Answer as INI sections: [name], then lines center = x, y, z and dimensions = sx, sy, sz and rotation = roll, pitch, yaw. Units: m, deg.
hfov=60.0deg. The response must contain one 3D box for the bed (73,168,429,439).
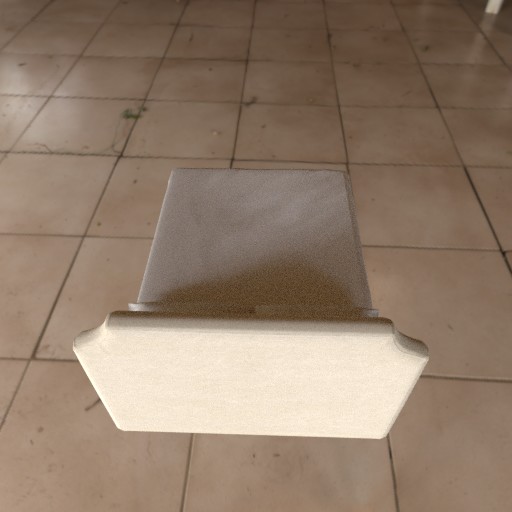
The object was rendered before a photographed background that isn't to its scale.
[bed]
center = 0.000, 0.000, 3.268
dimensions = 1.828, 1.297, 2.164
rotation = 1, 48, 1
